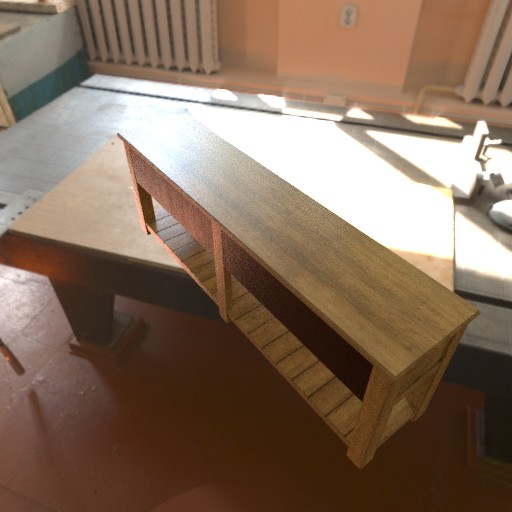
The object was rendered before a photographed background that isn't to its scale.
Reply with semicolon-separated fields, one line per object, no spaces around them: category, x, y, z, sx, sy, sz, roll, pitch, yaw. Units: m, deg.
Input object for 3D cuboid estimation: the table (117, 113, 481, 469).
table;0.000;0.000;2.043;0.425;0.635;1.815;-27;48;-27
